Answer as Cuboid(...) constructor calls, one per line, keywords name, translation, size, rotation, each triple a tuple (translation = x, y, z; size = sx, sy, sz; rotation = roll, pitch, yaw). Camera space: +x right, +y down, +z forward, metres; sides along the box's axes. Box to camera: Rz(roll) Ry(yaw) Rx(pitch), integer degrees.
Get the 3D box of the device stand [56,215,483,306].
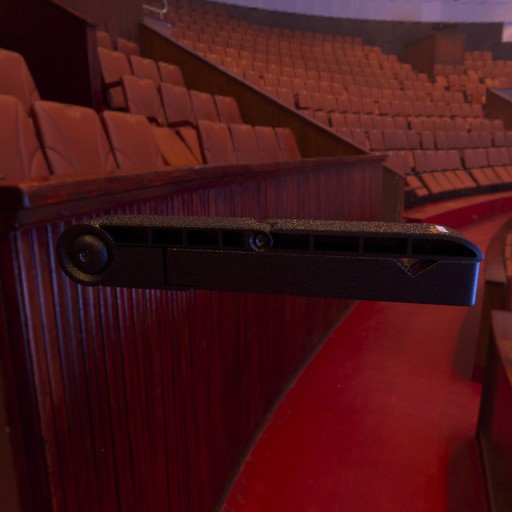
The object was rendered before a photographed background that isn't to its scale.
Cuboid(name="device stand", translation=(0.000, 0.000, 0.195), size=(0.179, 0.030, 0.026), rotation=(3, 14, 10))
